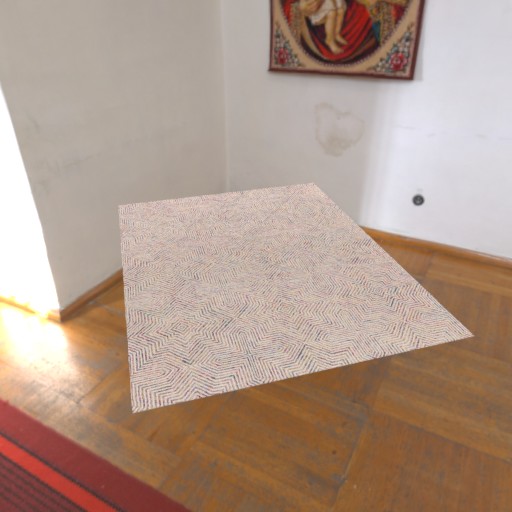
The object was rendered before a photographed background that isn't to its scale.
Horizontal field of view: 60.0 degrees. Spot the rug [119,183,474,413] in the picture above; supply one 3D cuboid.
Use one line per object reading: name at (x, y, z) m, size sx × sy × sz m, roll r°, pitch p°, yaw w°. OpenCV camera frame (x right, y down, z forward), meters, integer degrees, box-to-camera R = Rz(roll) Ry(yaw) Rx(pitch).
rug at (0.000, 0.000, 4.198) m, size 2.442 × 0.008 × 3.046 m, roll -9°, pitch 33°, yaw -14°
